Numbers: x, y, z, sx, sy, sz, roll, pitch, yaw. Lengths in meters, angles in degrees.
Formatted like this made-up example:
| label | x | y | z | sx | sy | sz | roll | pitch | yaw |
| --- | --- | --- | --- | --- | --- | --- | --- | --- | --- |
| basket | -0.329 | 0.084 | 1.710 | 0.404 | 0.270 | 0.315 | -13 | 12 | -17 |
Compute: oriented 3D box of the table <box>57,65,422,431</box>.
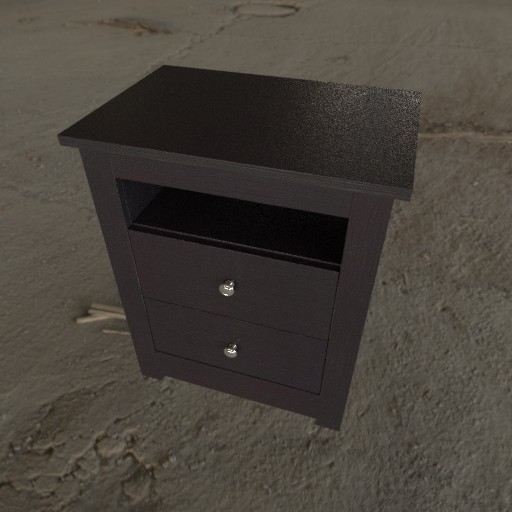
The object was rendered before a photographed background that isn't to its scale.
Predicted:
| label | x | y | z | sx | sy | sz | roll | pitch | yaw |
| --- | --- | --- | --- | --- | --- | --- | --- | --- | --- |
| table | 0.000 | 0.000 | 1.065 | 0.589 | 0.711 | 0.408 | 12 | 41 | 13 |
